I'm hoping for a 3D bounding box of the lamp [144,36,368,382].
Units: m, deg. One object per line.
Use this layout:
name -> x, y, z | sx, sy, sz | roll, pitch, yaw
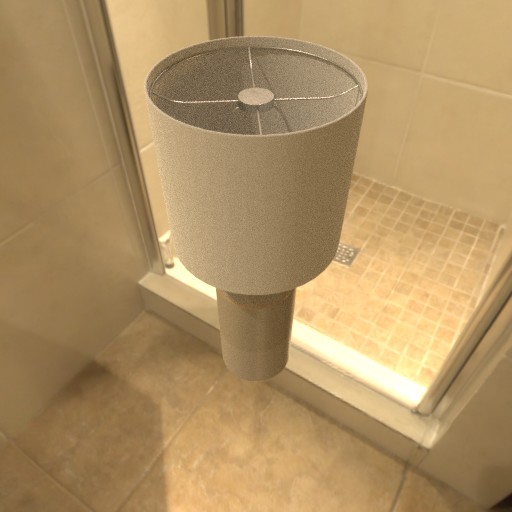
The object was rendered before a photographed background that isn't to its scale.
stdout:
lamp -> 0.000, 0.000, 0.601 | 0.212, 0.493, 0.212 | -3, 46, -3
